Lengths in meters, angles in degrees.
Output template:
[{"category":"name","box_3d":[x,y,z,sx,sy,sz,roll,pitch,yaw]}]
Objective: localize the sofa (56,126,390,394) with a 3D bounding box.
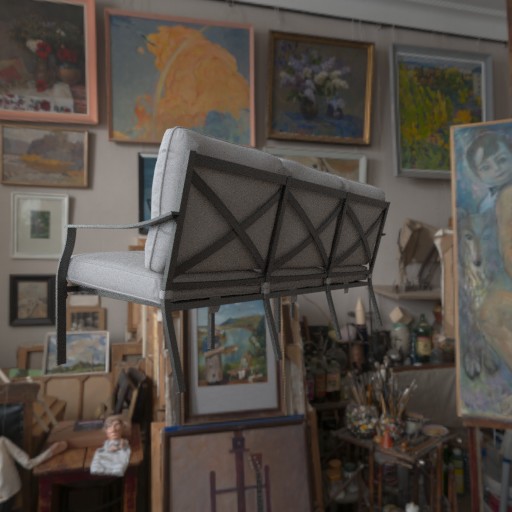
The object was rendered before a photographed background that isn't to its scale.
[{"category":"sofa","box_3d":[0.000,0.000,2.242,0.787,0.860,1.740,0,0,37]}]
